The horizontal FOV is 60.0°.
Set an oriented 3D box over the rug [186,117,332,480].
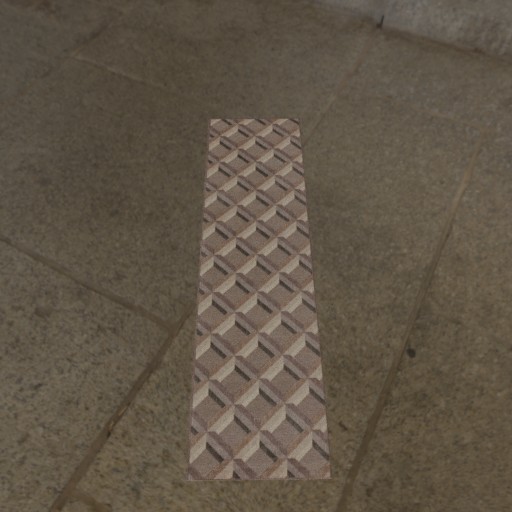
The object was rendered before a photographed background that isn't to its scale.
[{"bbox_3d":[0.000,0.000,2.695,0.685,0.013,2.437,-1,58,0],"label":"rug"}]
